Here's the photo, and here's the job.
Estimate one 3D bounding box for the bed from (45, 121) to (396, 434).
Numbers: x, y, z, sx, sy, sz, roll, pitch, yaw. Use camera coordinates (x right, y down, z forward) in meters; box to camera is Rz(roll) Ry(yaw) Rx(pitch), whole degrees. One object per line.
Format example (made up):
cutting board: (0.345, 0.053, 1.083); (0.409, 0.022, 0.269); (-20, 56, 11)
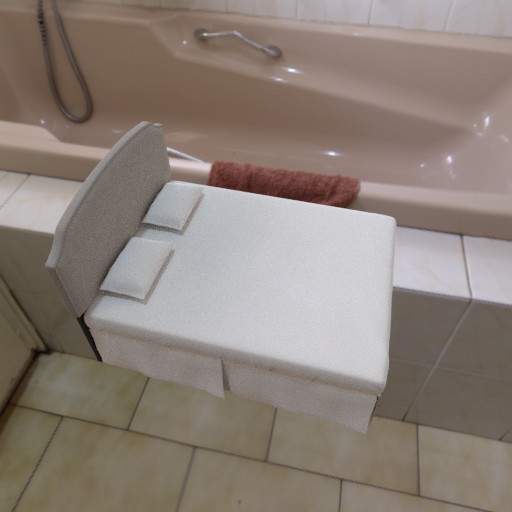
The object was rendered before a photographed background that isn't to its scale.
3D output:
bed: (0.000, 0.000, 3.070); (1.999, 1.270, 1.558); (11, 48, 10)
